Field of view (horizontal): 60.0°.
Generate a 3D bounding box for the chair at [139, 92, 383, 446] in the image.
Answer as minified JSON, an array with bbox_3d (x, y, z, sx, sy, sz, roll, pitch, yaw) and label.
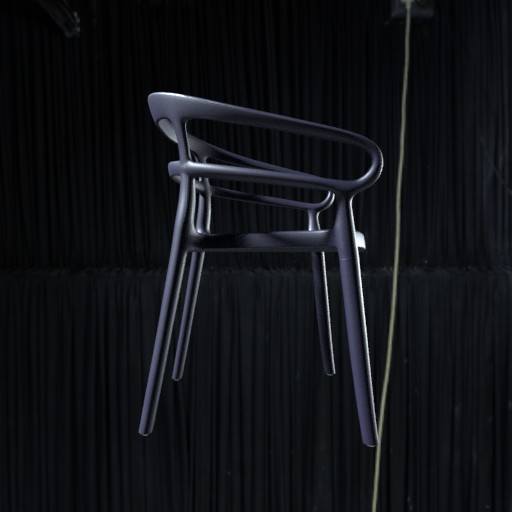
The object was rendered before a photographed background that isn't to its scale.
[{"bbox_3d":[0.000,0.000,1.143,0.527,0.761,0.559,0,1,0],"label":"chair"}]
